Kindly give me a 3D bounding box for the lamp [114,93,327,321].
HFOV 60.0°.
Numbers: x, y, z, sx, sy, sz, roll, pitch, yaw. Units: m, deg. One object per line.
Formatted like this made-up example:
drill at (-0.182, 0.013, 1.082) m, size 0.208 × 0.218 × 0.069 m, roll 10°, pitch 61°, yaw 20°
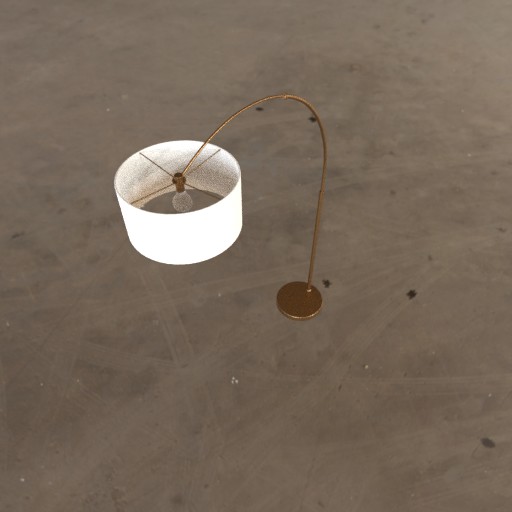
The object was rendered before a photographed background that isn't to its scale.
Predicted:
lamp at (0.000, 0.000, 2.604) m, size 0.493 × 1.927 × 1.434 m, roll 32°, pitch 54°, yaw 27°
